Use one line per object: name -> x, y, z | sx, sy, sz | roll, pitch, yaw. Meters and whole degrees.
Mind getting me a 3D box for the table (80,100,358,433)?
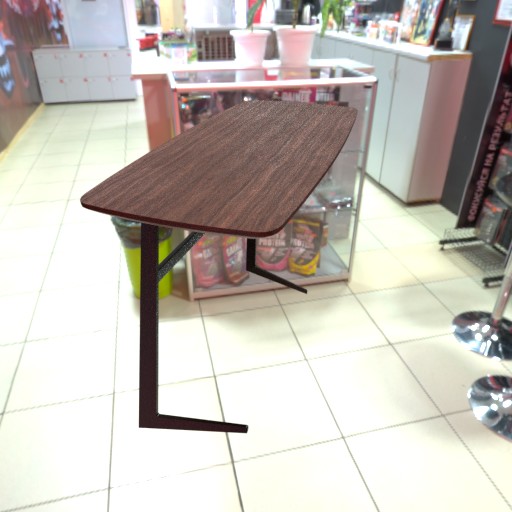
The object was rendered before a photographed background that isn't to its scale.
table -> 0.000, 0.000, 1.101 | 0.361, 0.576, 0.804 | 10, 32, 16
